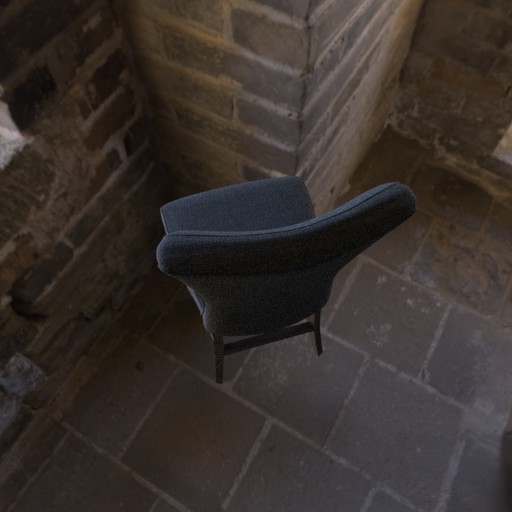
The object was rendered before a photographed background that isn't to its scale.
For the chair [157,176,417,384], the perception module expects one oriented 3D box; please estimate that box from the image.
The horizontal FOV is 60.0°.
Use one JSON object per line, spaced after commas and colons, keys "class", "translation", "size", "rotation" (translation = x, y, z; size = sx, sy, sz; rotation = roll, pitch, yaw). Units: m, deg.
{"class": "chair", "translation": [0.000, 0.000, 1.369], "size": [0.520, 0.991, 0.660], "rotation": [-14, 59, -9]}
